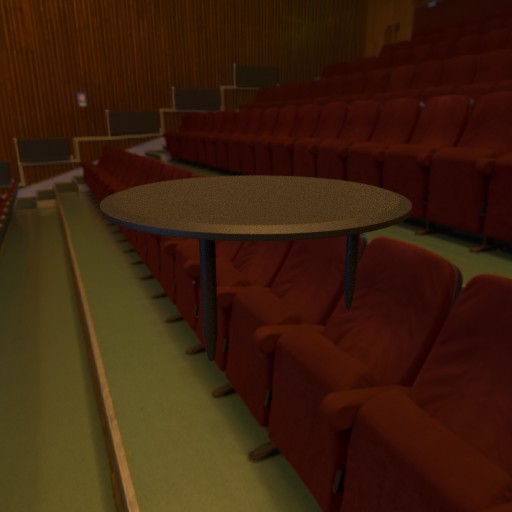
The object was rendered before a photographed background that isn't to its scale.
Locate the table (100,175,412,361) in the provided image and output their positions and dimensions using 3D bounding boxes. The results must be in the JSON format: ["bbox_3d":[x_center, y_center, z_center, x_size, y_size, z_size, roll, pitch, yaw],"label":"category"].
[{"bbox_3d":[0.000,0.000,1.404,0.900,0.400,0.900,0,17,0],"label":"table"}]
